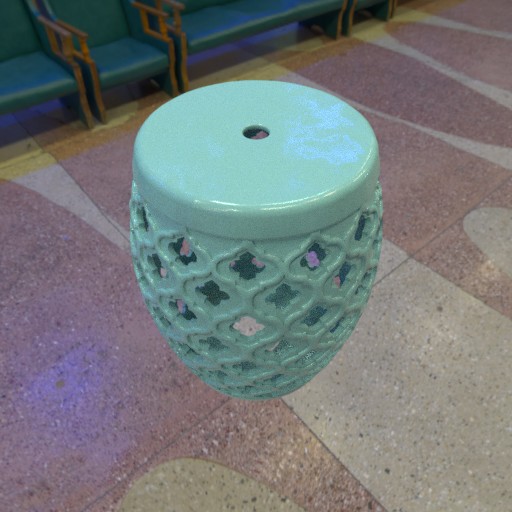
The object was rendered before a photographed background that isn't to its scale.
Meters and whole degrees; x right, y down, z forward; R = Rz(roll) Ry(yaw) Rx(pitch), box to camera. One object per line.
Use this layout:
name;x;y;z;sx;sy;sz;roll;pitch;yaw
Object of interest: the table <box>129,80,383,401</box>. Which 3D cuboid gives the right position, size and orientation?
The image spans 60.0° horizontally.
table;0.000;0.000;0.617;0.325;0.388;0.325;0;46;0
